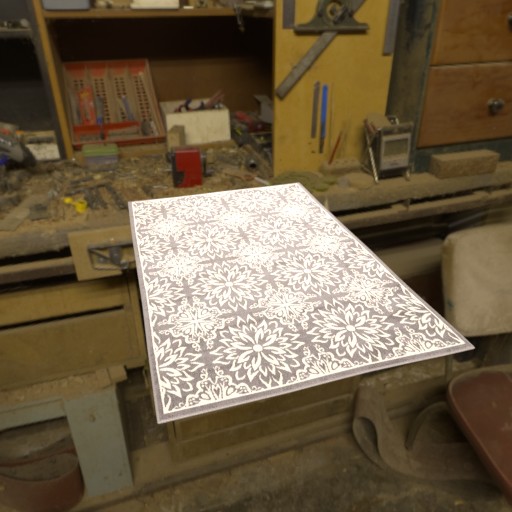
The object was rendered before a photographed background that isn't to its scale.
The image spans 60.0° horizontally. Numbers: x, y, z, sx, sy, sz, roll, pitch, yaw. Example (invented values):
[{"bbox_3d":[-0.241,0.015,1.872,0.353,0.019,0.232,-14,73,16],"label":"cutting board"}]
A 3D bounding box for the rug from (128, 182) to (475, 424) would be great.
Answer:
[{"bbox_3d":[0.000,0.000,2.334,1.224,0.012,1.847,-9,32,-14],"label":"rug"}]
